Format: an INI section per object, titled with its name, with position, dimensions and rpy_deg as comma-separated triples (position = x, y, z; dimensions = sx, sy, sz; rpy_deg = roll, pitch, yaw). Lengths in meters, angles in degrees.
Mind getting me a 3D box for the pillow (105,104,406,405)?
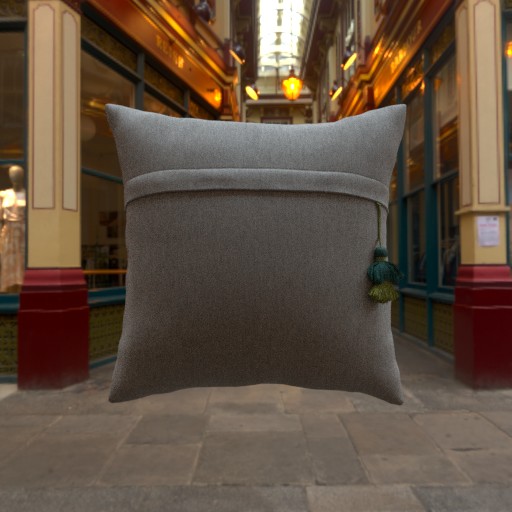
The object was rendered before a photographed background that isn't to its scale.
[pillow]
position = 0.000, 0.000, 0.645
dimensions = 0.433, 0.436, 0.173
rpy_deg = 0, -1, 0
